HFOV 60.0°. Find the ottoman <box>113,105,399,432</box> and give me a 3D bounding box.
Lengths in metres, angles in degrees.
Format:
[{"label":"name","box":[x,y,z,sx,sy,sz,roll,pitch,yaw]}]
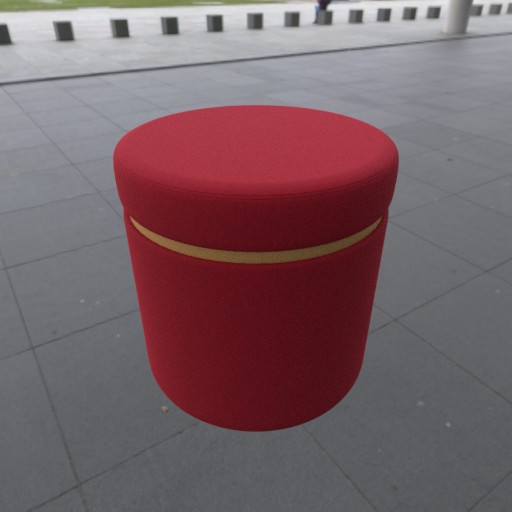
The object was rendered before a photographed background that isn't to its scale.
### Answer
[{"label":"ottoman","box":[0.000,0.000,0.736,0.400,0.406,0.400,0,32,0]}]
